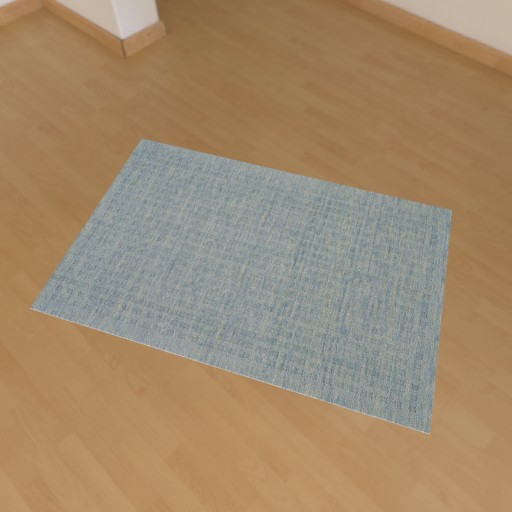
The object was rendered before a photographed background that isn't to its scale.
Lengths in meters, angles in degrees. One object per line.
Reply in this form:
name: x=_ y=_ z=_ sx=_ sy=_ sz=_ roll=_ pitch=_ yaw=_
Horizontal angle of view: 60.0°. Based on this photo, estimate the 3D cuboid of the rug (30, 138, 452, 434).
rug: x=0.000 y=0.000 z=2.131 sx=1.752 sy=0.006 sz=1.142 roll=15 pitch=58 yaw=9
